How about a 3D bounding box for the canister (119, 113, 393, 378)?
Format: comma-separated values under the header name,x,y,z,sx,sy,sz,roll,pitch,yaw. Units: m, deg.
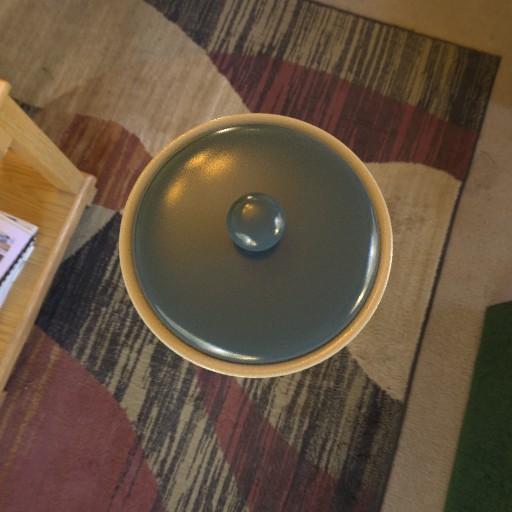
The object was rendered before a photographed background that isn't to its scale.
name,x,y,z,sx,sy,sz,roll,pitch,yaw
canister,0.000,0.000,0.351,0.182,0.208,0.182,0,77,0
